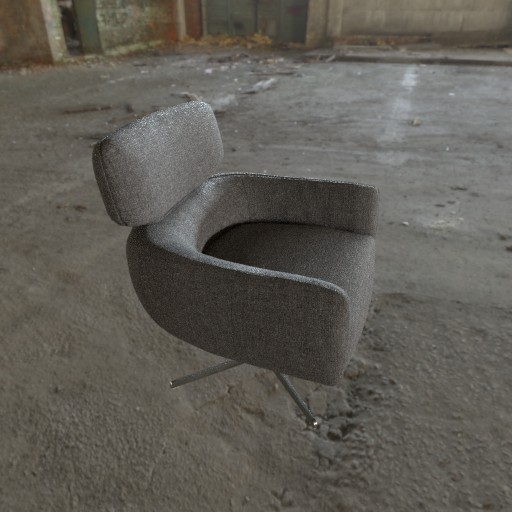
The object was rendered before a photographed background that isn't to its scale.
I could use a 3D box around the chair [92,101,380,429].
[{"bbox_3d":[0.000,0.000,1.364,0.715,0.812,0.706,10,31,16],"label":"chair"}]
